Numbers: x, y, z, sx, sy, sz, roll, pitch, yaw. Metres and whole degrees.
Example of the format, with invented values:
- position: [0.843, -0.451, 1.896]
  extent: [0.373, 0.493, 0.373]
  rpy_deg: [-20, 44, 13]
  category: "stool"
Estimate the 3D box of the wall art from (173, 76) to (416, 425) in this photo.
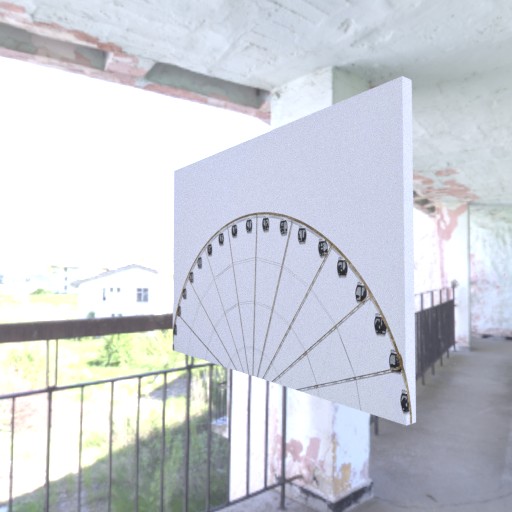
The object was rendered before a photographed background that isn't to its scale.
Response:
- position: [0.000, 0.000, 1.441]
  extent: [0.038, 0.767, 1.144]
  rpy_deg: [1, -3, -36]
  category: "wall art"
